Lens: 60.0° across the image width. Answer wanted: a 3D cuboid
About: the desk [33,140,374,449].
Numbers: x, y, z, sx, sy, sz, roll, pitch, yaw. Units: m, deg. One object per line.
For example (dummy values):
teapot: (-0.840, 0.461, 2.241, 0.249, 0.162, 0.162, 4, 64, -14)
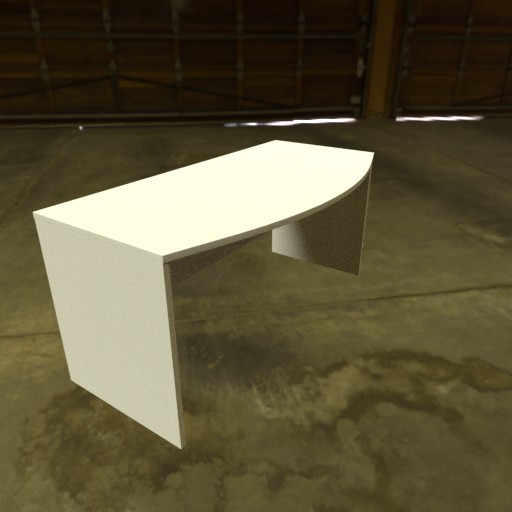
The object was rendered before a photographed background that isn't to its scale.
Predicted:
desk: (0.000, 0.000, 2.105, 0.802, 0.750, 1.600, 16, 30, 31)
